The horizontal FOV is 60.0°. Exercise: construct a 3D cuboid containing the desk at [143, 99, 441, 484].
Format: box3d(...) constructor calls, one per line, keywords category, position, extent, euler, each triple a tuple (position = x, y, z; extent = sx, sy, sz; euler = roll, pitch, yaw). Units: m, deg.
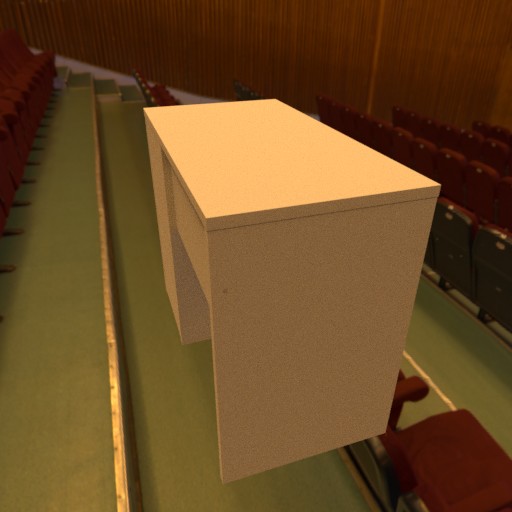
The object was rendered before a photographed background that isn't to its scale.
box3d(category="desk", position=(0.000, 0.000, 1.350), extent=(0.482, 0.730, 0.898), euler=(-10, 32, -16))
